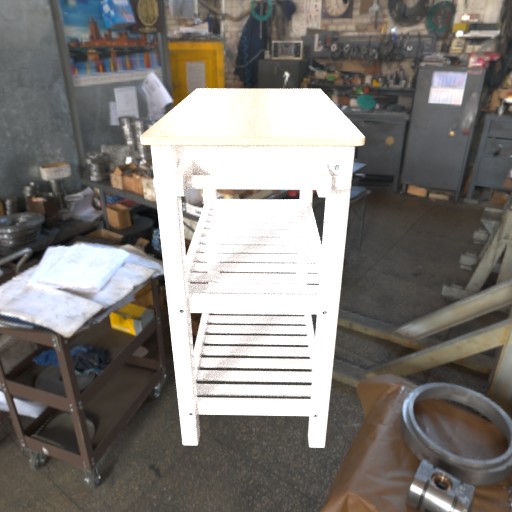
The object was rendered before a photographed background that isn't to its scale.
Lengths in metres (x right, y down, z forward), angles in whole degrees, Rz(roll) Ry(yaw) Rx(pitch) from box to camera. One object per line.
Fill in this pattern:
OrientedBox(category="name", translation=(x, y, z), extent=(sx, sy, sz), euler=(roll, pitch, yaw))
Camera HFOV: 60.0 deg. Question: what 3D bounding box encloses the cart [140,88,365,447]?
OrientedBox(category="cart", translation=(0.000, 0.000, 1.444), extent=(0.457, 0.927, 0.899), euler=(1, 27, 1))
